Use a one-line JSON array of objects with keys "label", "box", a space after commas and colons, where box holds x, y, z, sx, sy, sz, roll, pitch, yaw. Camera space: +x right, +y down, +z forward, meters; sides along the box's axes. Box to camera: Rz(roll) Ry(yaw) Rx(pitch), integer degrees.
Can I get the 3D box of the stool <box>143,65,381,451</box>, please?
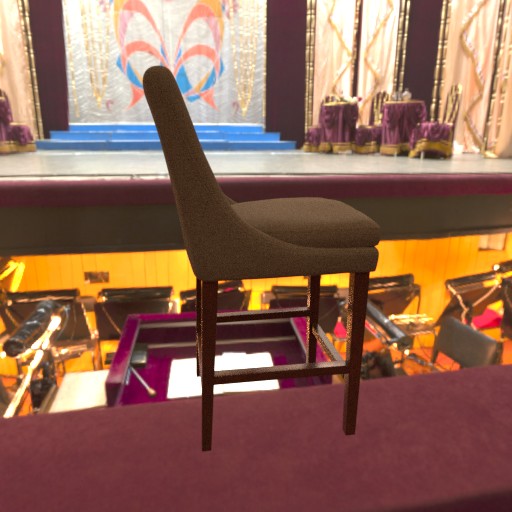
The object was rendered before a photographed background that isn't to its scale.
[{"label": "stool", "box": [0.000, 0.000, 1.302, 0.577, 0.981, 0.470, -3, 16, -9]}]
